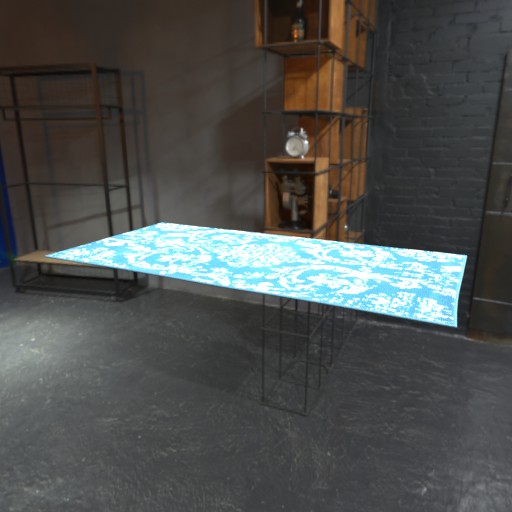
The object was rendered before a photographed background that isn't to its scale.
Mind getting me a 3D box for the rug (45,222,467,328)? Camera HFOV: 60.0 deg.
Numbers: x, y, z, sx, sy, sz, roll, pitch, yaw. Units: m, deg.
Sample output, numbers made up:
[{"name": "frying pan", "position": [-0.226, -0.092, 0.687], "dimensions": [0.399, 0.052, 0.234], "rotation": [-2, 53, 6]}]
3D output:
[{"name": "rug", "position": [0.000, 0.000, 1.426], "dimensions": [1.219, 0.007, 0.604], "rotation": [8, 17, 25]}]
